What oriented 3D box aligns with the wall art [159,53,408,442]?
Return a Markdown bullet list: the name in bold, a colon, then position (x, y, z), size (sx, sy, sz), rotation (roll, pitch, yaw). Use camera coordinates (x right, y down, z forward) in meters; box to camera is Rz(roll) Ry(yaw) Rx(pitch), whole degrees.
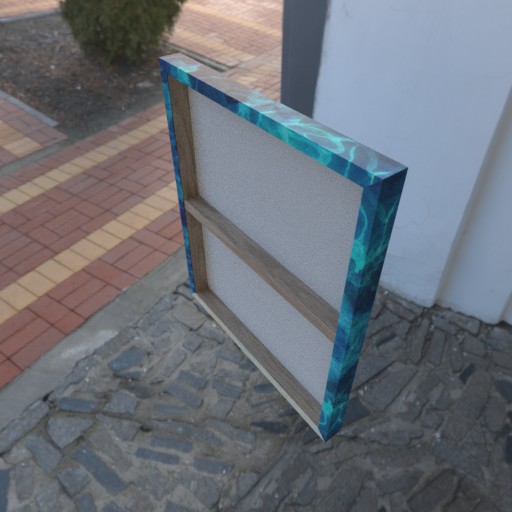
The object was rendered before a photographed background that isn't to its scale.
- **wall art**: position (0.000, 0.000, 0.709), size (0.038, 0.508, 0.432), rotation (-27, 48, -27)
